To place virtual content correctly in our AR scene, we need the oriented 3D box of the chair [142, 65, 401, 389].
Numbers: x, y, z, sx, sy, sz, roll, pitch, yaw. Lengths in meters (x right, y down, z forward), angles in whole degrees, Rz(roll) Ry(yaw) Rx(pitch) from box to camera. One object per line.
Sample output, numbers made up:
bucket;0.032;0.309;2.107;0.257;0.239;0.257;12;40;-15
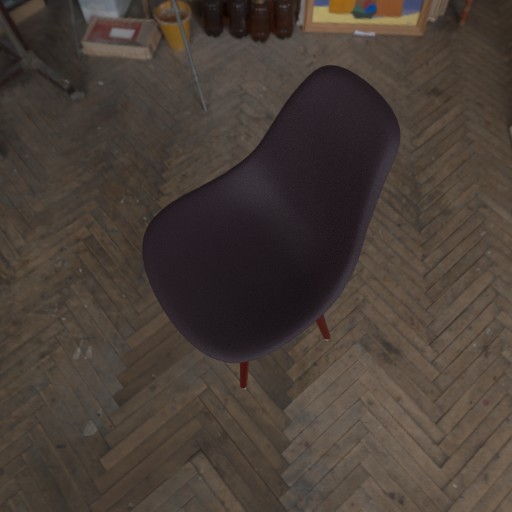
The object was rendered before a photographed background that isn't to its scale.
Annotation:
chair;0.000;0.000;1.133;0.533;0.826;0.470;-32;68;-14
